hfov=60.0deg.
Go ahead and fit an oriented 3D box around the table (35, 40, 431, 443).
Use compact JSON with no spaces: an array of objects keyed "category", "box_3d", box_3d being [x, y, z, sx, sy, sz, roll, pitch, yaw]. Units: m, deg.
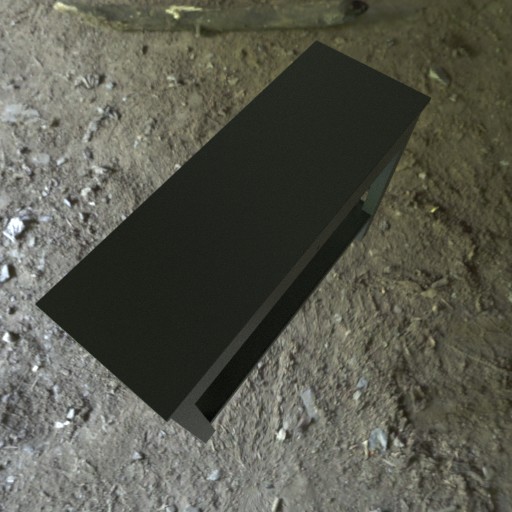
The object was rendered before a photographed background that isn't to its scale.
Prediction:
[{"category":"table","box_3d":[0.000,0.000,1.424,0.397,0.753,1.068,35,68,16]}]
